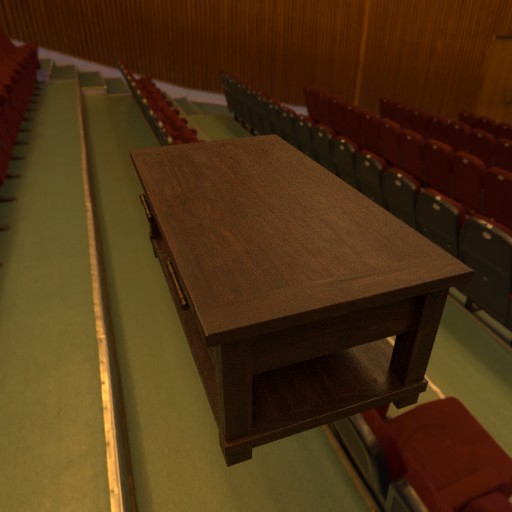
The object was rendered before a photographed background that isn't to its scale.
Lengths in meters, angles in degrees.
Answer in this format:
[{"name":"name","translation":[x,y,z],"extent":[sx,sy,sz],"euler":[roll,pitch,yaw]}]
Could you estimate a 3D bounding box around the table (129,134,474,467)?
[{"name":"table","translation":[0.000,0.000,1.619],"extent":[0.700,0.494,1.270],"euler":[-11,33,-17]}]
